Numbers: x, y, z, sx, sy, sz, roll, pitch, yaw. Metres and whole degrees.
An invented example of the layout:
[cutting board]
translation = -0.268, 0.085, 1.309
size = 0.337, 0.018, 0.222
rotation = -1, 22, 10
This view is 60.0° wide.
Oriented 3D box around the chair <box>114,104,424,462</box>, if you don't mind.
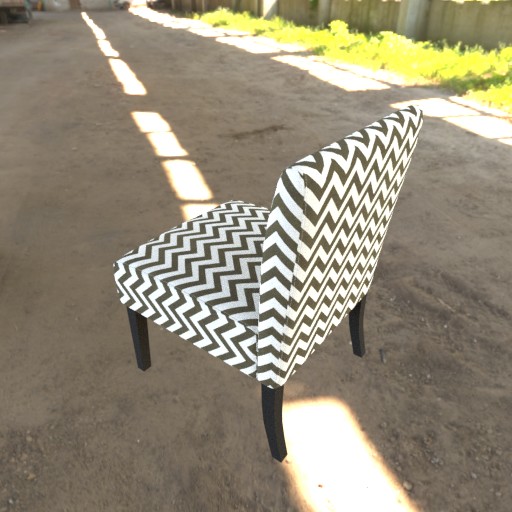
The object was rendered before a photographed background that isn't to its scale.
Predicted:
[chair]
translation = 0.000, 0.000, 1.291
size = 0.648, 0.838, 0.589
rotation = 21, 37, 31
